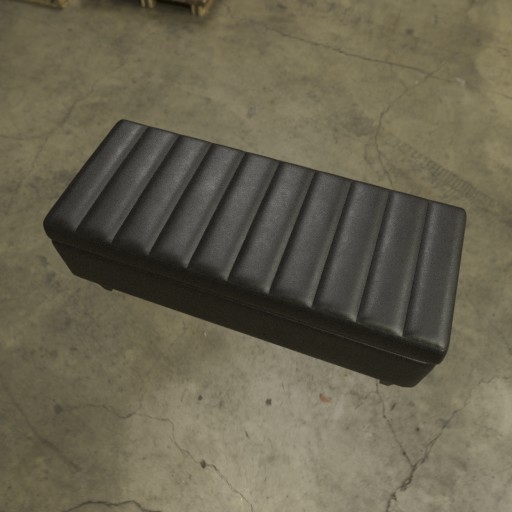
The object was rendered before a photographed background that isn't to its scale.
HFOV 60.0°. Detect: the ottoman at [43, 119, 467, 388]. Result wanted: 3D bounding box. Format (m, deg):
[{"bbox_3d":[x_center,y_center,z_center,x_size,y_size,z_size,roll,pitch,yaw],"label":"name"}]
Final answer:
[{"bbox_3d":[0.000,0.000,1.443,1.151,0.469,0.482,17,60,10],"label":"ottoman"}]
